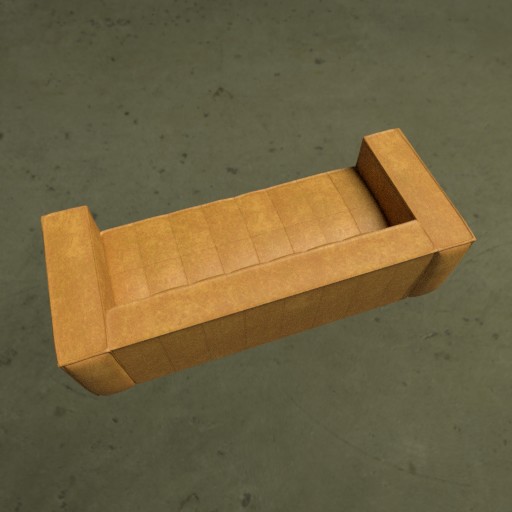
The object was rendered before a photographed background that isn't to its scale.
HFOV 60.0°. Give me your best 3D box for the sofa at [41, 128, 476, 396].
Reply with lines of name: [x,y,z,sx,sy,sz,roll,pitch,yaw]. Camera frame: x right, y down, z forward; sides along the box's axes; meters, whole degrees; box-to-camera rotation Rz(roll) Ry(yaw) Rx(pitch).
sofa: [0.000,0.000,3.055,2.581,0.701,1.102,-16,60,-10]
